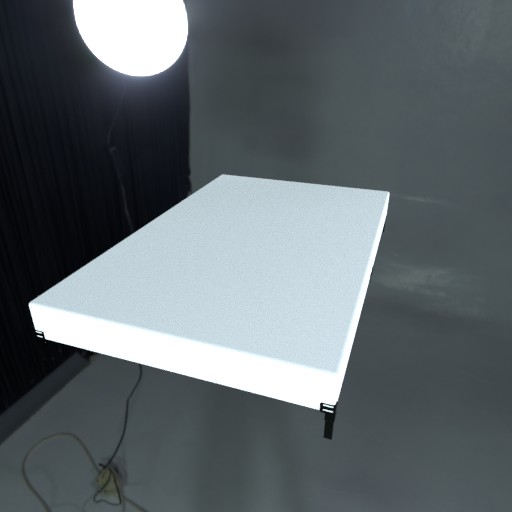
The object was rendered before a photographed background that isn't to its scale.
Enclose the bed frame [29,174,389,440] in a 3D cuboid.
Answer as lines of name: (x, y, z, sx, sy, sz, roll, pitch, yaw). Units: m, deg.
bed frame: (0.000, 0.000, 3.780, 1.930, 0.440, 2.987, 9, 28, 18)
